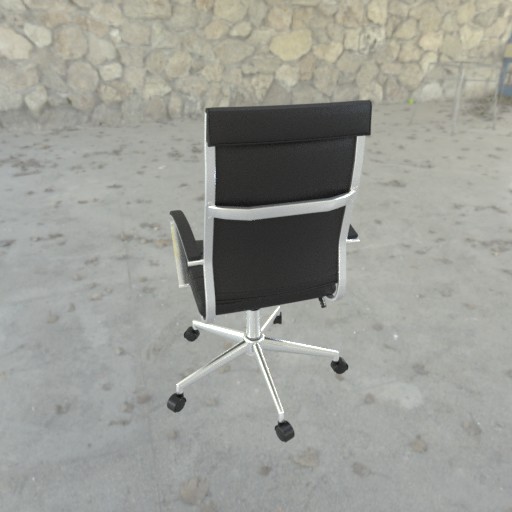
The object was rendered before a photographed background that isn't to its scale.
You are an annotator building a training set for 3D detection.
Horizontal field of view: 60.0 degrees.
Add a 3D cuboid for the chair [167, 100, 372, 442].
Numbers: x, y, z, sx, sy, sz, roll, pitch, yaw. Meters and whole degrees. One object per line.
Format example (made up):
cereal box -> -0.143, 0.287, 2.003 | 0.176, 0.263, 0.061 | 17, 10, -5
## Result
chair -> 0.000, 0.000, 1.620 | 0.766, 1.149, 0.739 | -8, 28, -15
